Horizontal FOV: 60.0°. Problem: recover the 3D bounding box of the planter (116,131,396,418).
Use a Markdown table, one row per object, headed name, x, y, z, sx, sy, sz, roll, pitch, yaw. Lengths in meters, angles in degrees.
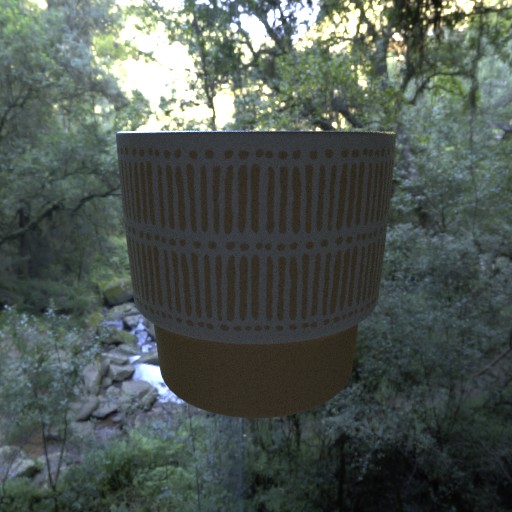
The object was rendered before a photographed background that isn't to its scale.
| name | x | y | z | sx | sy | sz | roll | pitch | yaw |
| --- | --- | --- | --- | --- | --- | --- | --- | --- | --- |
| planter | 0.000 | 0.000 | 0.561 | 0.317 | 0.303 | 0.317 | 0 | 15 | 0 |
